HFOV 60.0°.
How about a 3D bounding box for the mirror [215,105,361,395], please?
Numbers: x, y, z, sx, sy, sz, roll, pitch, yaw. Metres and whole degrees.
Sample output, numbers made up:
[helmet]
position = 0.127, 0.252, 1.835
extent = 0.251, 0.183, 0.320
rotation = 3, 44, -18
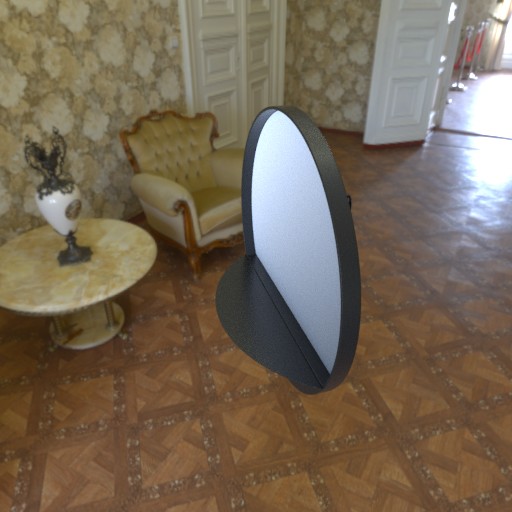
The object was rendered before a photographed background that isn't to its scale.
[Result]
[mirror]
position = 0.000, 0.000, 0.720
extent = 0.133, 0.457, 0.457
rotation = -9, 31, -15
